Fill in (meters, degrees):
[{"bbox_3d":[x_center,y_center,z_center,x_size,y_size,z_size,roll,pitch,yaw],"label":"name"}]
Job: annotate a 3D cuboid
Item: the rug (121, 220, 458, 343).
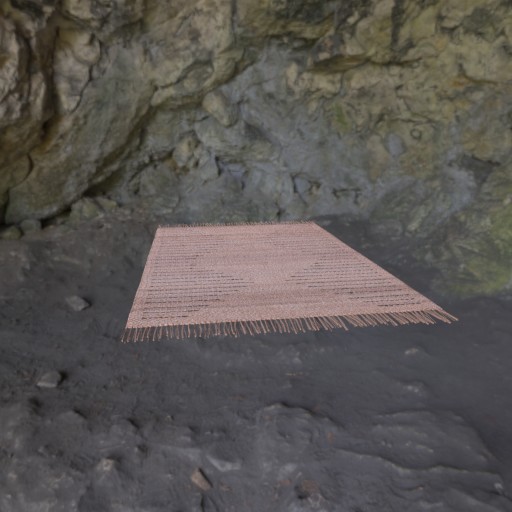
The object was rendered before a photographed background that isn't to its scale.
[{"bbox_3d":[0.000,0.000,2.551,1.224,0.027,2.085,-2,15,-8],"label":"rug"}]
